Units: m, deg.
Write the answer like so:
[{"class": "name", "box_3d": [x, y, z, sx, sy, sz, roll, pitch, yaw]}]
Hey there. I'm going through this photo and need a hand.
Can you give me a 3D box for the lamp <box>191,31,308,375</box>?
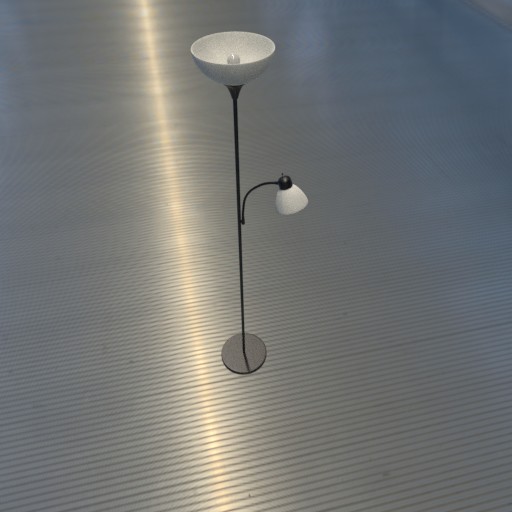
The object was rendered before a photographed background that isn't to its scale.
[{"class": "lamp", "box_3d": [0.000, 0.000, 2.019, 0.442, 1.804, 0.279, 24, 50, 22]}]
